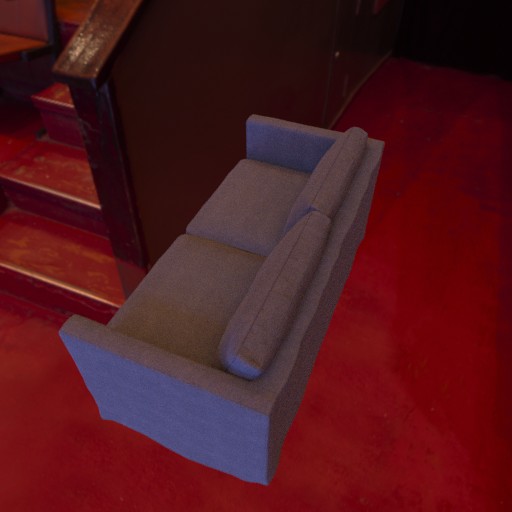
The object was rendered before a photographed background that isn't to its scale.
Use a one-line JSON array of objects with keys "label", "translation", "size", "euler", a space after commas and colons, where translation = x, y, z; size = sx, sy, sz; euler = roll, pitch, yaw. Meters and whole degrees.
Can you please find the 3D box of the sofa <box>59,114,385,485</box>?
[{"label": "sofa", "translation": [0.000, 0.000, 2.468], "size": [0.953, 0.855, 1.982], "euler": [17, 48, 16]}]
